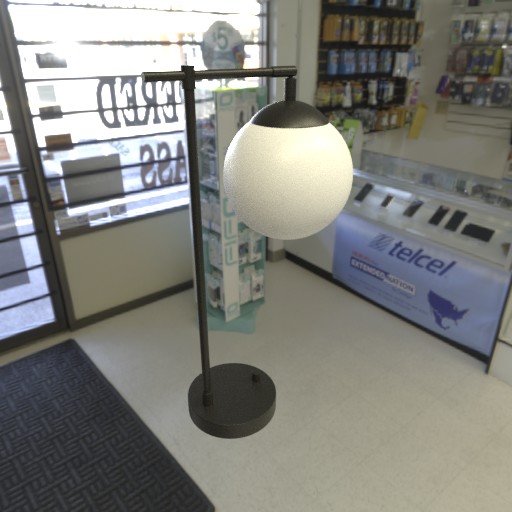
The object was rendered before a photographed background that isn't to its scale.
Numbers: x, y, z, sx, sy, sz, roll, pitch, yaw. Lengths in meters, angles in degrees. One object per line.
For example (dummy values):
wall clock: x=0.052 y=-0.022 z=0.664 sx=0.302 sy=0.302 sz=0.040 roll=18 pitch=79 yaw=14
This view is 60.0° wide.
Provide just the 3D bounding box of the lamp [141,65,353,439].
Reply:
lamp: x=0.000 y=0.000 z=0.701 sx=0.316 sy=0.559 sz=0.197 roll=-17 pitch=30 yaw=-32
